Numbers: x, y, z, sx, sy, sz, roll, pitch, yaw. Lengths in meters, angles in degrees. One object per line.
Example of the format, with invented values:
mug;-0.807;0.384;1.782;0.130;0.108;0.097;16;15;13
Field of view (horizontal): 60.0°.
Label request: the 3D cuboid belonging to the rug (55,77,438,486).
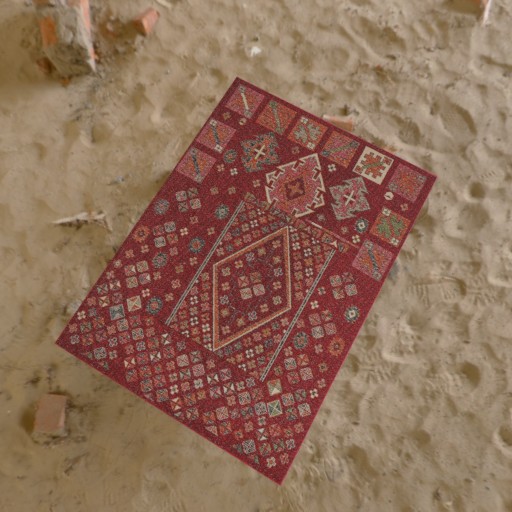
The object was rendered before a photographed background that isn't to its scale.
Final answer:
rug;0.000;0.000;4.302;2.389;0.011;3.306;29;77;7
